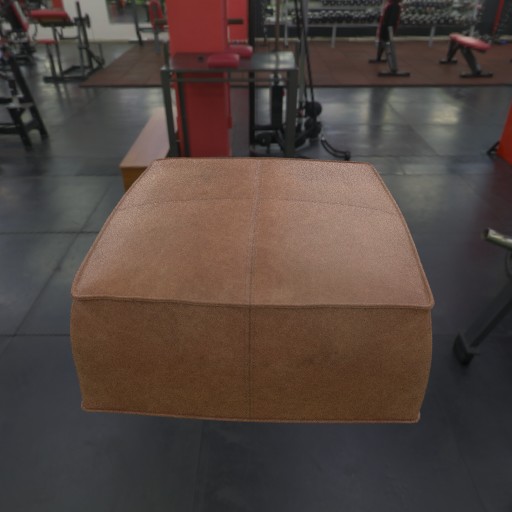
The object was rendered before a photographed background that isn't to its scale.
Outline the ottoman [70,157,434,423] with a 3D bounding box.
[{"bbox_3d":[0.000,0.000,1.355,0.901,0.395,0.902,1,34,2],"label":"ottoman"}]
